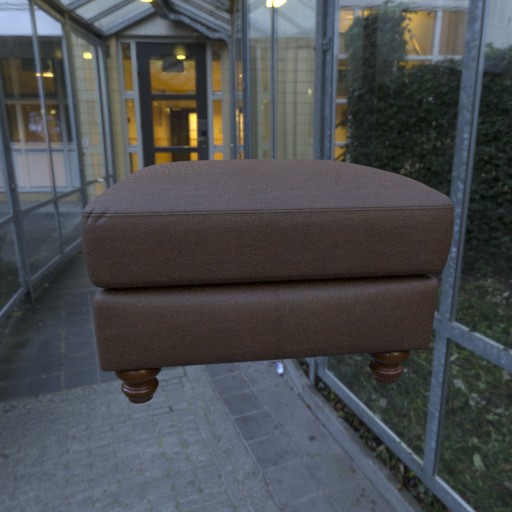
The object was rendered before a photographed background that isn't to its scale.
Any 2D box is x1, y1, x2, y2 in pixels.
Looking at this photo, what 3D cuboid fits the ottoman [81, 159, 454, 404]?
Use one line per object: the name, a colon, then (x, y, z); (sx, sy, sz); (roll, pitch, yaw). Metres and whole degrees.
ottoman: (0.000, 0.000, 1.200); (0.787, 0.508, 0.635); (-2, 15, -8)
